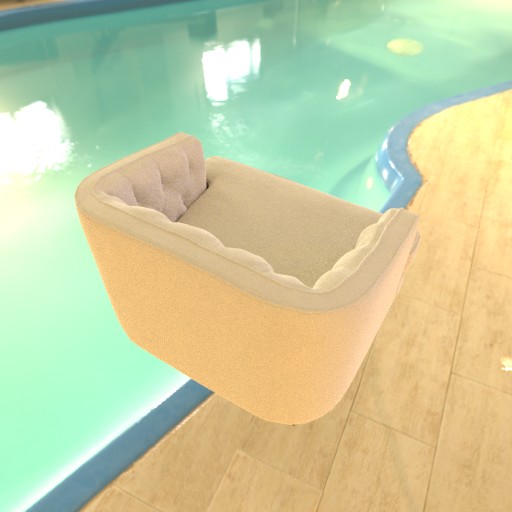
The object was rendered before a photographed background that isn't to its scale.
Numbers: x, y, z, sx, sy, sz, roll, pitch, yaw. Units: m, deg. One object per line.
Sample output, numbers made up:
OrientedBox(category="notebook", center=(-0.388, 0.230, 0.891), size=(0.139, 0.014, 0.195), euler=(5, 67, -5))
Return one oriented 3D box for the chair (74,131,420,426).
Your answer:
OrientedBox(category="chair", center=(0.000, 0.000, 1.801), size=(1.104, 0.852, 0.941), euler=(24, 51, 21))
